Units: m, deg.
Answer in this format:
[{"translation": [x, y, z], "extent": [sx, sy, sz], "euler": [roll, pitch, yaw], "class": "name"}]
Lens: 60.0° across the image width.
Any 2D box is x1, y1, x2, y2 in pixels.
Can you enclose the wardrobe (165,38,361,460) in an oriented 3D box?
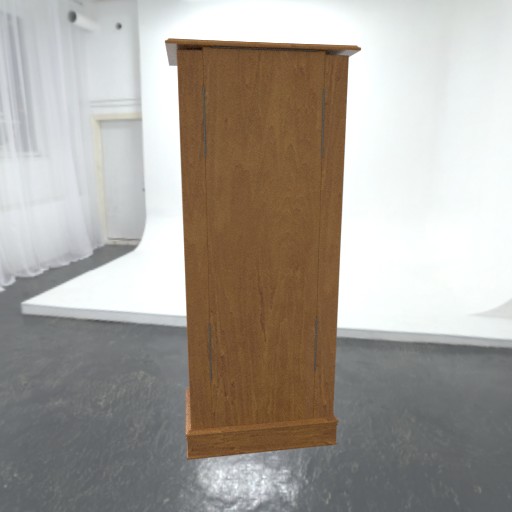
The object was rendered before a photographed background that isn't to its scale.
[{"translation": [0.000, 0.000, 1.141], "extent": [0.406, 0.959, 0.273], "euler": [-2, 13, -9], "class": "wardrobe"}]
